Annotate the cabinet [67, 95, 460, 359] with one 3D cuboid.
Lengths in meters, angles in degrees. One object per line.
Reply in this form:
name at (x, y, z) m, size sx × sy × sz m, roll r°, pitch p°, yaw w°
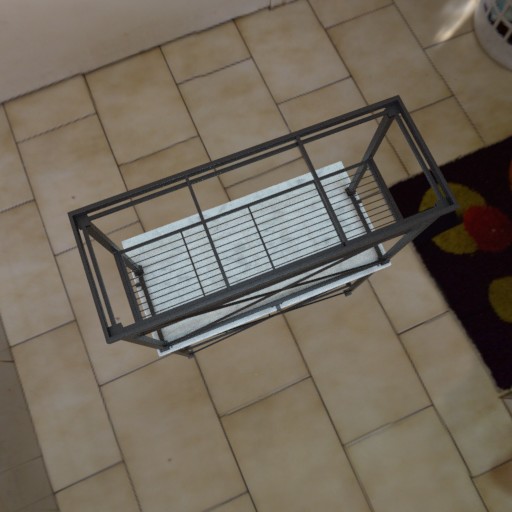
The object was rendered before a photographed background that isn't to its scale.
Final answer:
cabinet at (0.000, 0.000, 2.250) m, size 1.210 × 1.659 × 0.610 m, roll -21°, pitch 76°, yaw -5°
